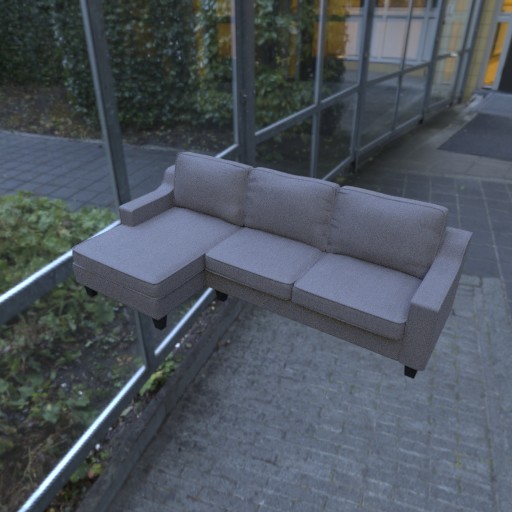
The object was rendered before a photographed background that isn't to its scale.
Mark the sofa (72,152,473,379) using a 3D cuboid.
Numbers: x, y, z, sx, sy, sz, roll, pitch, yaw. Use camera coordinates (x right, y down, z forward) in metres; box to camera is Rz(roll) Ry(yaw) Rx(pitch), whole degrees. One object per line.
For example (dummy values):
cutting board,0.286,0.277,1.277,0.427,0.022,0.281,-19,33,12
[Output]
sofa,0.000,0.000,3.177,2.561,0.928,1.294,18,35,28
